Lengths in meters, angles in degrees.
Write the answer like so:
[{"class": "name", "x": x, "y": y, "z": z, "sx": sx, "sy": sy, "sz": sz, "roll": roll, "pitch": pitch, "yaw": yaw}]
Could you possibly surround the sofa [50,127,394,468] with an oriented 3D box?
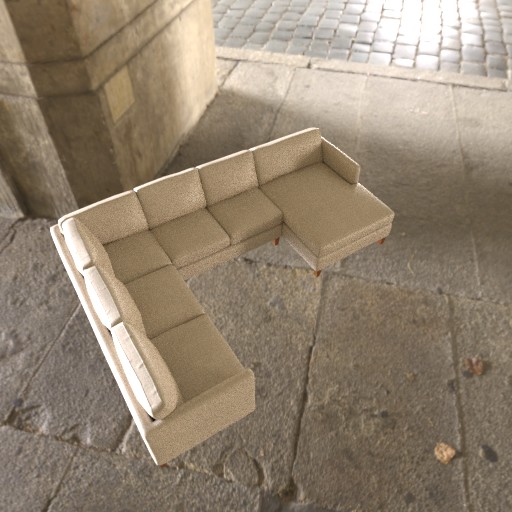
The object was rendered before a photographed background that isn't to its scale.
[{"class": "sofa", "x": 0.000, "y": 0.000, "z": 4.629, "sx": 3.460, "sy": 0.961, "sz": 2.594, "roll": -25, "pitch": 52, "yaw": -21}]
